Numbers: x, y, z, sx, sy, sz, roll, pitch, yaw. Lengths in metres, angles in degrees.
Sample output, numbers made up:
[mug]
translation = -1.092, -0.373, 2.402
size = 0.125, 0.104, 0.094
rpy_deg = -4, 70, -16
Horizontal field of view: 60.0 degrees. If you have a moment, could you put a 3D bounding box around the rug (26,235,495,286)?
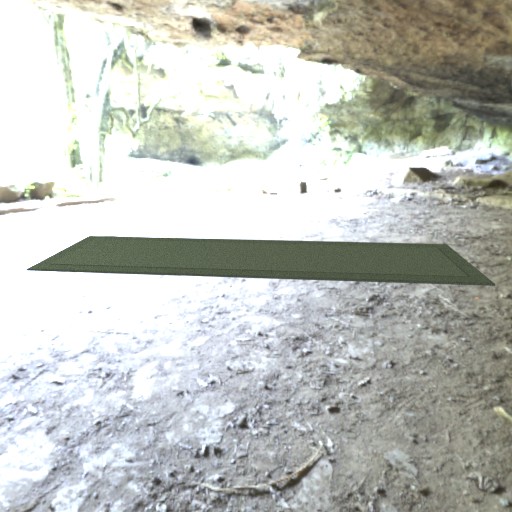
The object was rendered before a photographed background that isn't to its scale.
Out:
[rug]
translation = 0.000, 0.000, 2.640
size = 2.430, 0.012, 0.759
rpy_deg = 2, 17, 5
